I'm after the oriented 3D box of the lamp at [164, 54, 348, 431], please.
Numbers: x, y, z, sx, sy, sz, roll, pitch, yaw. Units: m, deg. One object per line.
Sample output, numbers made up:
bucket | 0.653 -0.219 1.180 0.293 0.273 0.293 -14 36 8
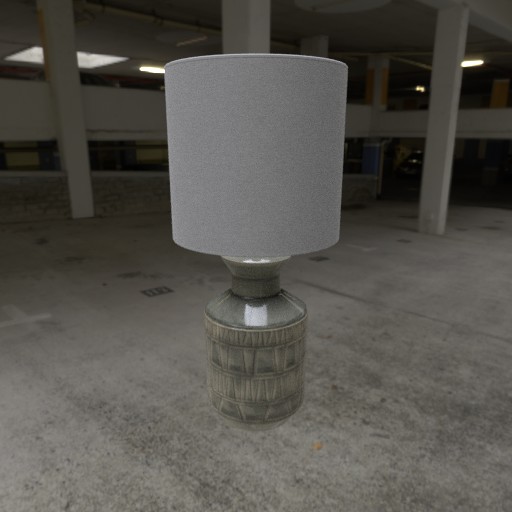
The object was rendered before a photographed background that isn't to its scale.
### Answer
lamp | 0.000 0.000 0.580 0.211 0.455 0.211 -15 21 -43
